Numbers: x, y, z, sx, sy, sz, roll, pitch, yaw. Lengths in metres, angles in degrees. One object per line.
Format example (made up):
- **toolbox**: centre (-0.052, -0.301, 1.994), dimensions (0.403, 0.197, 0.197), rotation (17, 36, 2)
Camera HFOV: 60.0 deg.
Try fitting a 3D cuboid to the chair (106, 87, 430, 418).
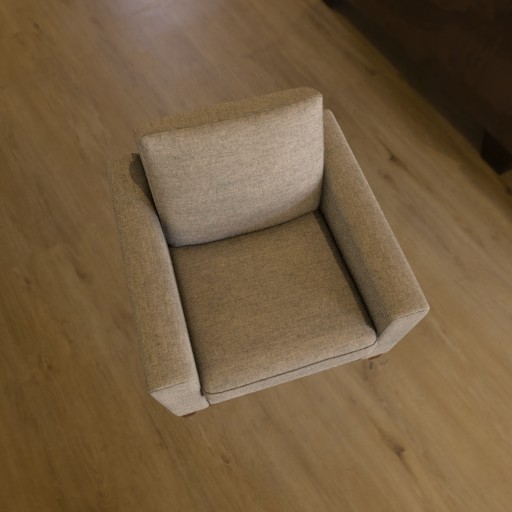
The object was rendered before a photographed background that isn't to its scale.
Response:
- **chair**: centre (0.000, 0.000, 1.877), dimensions (1.024, 1.010, 1.038), rotation (-15, 64, -7)
